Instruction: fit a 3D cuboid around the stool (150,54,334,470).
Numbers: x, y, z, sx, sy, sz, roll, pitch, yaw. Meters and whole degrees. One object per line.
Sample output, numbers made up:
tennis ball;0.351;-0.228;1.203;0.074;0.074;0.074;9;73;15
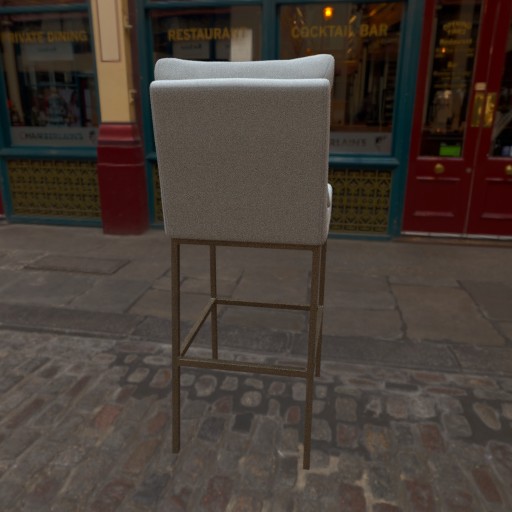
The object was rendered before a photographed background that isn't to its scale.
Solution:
stool;0.000;0.000;1.419;0.463;1.125;0.572;3;16;9
